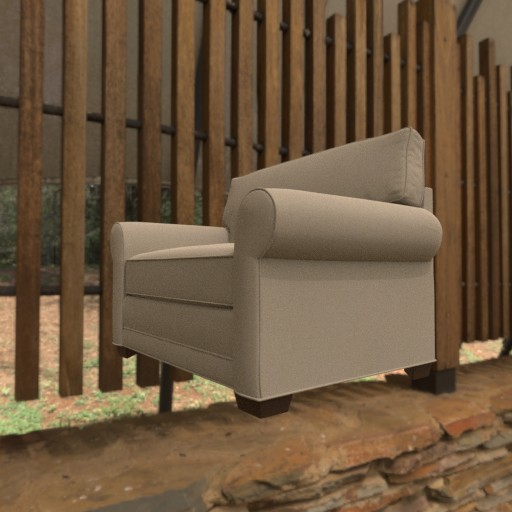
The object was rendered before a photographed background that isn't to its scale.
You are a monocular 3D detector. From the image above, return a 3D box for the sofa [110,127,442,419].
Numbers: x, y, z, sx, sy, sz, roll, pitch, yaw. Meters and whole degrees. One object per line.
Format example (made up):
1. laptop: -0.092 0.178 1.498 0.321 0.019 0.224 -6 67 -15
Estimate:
1. sofa: 0.000 0.000 2.060 0.937 1.006 1.405 1 -2 -37
